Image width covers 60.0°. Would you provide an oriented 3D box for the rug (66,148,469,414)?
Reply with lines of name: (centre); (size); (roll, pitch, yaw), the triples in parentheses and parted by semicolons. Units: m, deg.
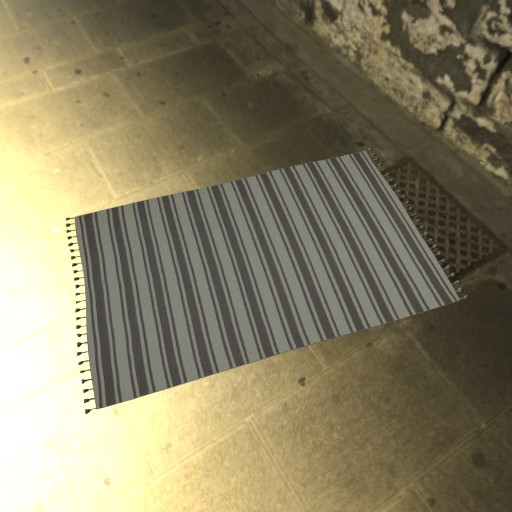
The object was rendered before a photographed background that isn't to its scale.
rug: (0.000, 0.000, 2.578); (2.096, 0.011, 1.229); (-15, 58, -9)
